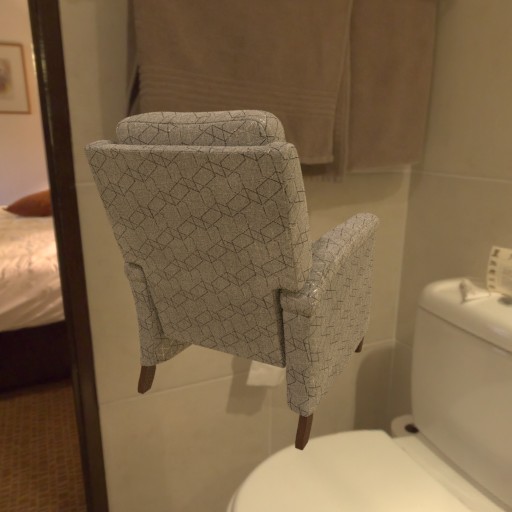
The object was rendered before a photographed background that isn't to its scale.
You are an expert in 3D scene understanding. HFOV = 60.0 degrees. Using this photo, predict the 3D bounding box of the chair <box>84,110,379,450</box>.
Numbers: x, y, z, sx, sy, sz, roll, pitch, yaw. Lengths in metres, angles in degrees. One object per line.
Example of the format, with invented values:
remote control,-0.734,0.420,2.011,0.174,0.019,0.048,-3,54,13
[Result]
chair,0.000,0.000,1.727,0.753,1.048,0.987,8,17,27
